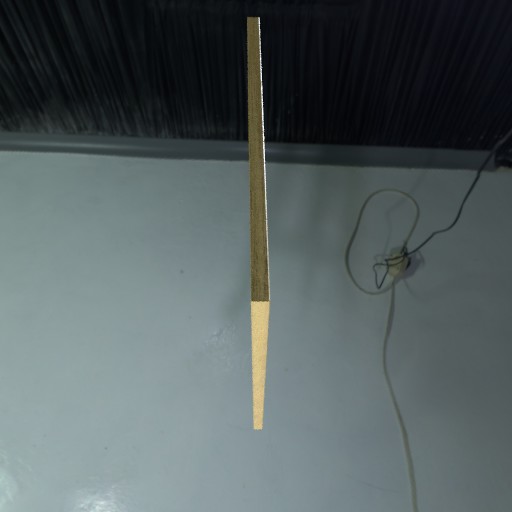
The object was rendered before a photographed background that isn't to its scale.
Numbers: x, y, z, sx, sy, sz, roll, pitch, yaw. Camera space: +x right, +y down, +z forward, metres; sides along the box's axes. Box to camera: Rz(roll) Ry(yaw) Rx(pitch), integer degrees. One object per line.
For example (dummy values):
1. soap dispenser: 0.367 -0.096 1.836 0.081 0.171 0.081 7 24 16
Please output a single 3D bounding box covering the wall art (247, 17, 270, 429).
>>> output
1. wall art: 0.000 0.000 1.334 0.030 1.002 0.798 -1 58 -1
